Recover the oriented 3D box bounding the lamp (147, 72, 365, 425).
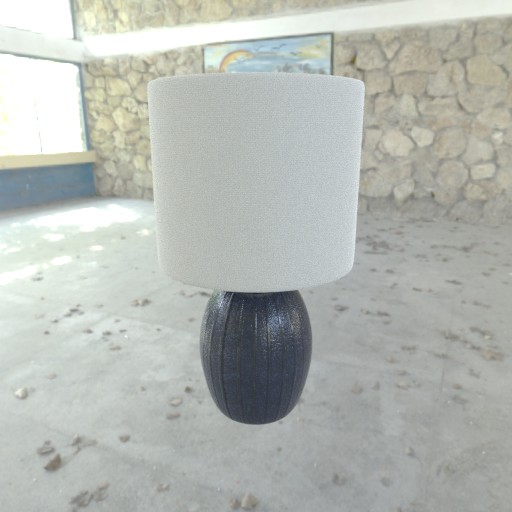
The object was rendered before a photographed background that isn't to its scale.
[{"bbox_3d":[0.000,0.000,0.760,0.329,0.570,0.329,8,18,25],"label":"lamp"}]
